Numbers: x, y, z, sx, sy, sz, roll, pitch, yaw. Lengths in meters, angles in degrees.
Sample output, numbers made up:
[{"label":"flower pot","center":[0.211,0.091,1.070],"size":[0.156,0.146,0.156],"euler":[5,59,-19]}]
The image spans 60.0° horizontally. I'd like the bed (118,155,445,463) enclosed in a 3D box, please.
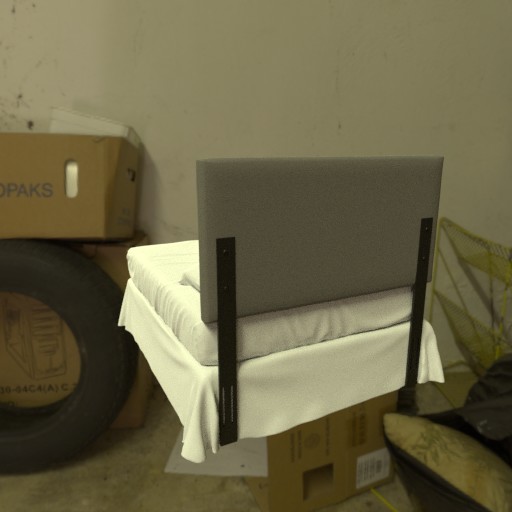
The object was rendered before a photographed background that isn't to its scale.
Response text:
[{"label":"bed","center":[0.000,0.000,3.497],"size":[1.936,1.577,2.222],"euler":[-7,16,-26]}]
